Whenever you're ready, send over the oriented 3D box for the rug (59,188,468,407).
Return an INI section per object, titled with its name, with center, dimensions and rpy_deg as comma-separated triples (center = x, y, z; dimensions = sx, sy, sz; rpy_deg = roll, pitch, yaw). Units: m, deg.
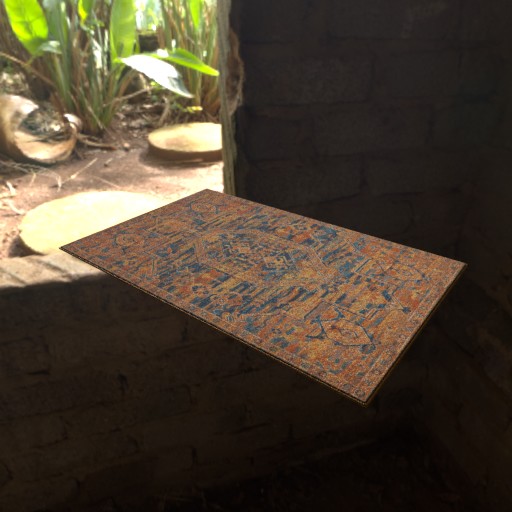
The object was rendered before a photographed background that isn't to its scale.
[rug]
center = 0.000, 0.000, 1.107
dimensions = 0.863, 0.008, 0.557
rpy_deg = 20, 35, 33
